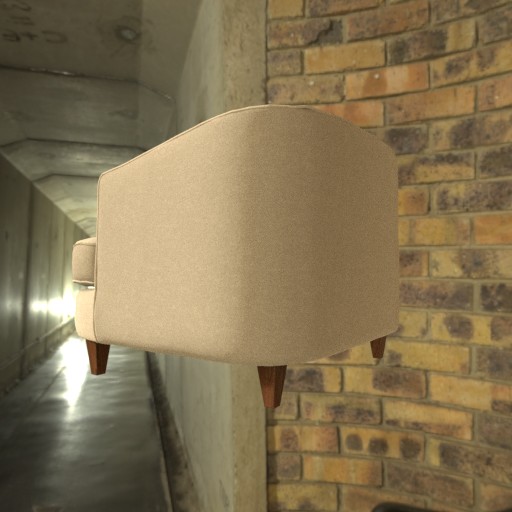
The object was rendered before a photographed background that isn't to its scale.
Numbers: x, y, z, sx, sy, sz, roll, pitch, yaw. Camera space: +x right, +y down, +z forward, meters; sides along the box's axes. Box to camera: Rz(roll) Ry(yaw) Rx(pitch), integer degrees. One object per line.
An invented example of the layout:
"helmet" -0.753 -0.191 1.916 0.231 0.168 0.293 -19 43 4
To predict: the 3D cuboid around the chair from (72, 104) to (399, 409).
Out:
"chair" 0.000 0.000 1.771 0.941 0.852 1.104 0 -1 37
